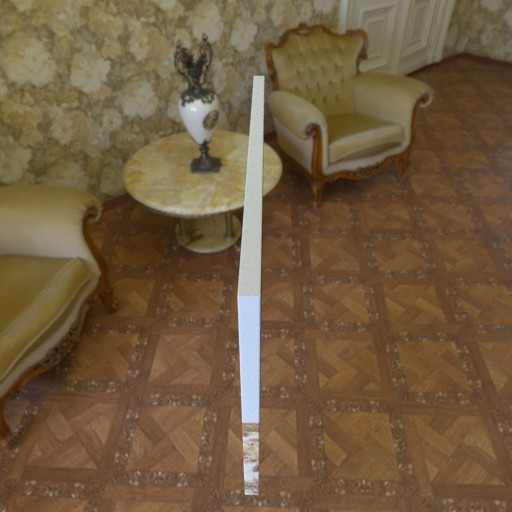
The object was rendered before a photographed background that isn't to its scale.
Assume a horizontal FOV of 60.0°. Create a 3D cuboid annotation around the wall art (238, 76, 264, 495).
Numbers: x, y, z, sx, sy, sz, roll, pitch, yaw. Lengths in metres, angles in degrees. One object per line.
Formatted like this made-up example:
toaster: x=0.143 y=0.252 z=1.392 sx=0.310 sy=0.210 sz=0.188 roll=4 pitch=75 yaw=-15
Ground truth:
wall art: x=0.000 y=0.000 z=1.887 sx=0.051 sy=1.016 sz=1.520 roll=1 pitch=39 yaw=1
